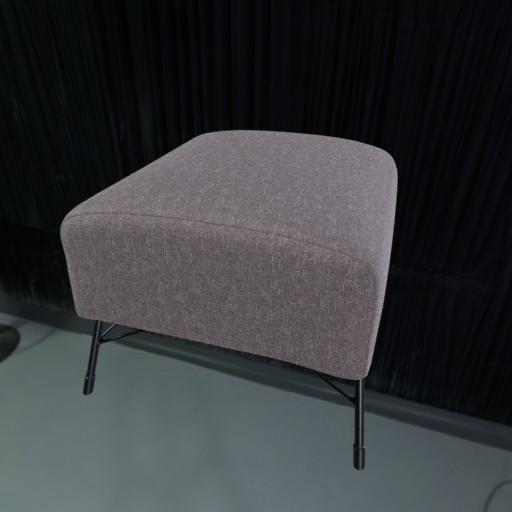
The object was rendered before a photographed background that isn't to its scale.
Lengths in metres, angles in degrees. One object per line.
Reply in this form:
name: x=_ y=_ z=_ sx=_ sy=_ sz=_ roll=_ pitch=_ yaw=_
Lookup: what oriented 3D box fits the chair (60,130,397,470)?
chair: x=0.000 y=0.000 z=0.893 sx=0.530 sy=0.410 sz=0.530 roll=9 pitch=30 yaw=15
